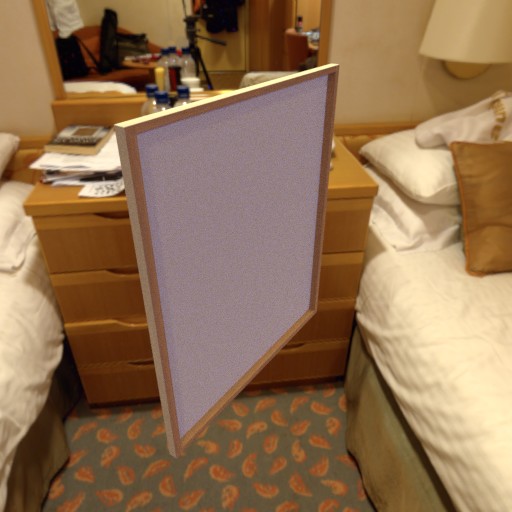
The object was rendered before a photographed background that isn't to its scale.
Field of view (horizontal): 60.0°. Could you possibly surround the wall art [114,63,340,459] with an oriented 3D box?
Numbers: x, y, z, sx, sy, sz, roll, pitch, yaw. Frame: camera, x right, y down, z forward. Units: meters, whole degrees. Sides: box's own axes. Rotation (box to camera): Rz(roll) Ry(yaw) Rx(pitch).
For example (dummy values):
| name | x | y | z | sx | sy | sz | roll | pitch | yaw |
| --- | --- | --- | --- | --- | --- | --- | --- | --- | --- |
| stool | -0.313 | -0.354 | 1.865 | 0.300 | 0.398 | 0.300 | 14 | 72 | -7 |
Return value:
| name | x | y | z | sx | sy | sz | roll | pitch | yaw |
| --- | --- | --- | --- | --- | --- | --- | --- | --- | --- |
| wall art | 0.000 | 0.000 | 0.976 | 0.021 | 0.710 | 0.609 | 21 | 38 | 30 |
